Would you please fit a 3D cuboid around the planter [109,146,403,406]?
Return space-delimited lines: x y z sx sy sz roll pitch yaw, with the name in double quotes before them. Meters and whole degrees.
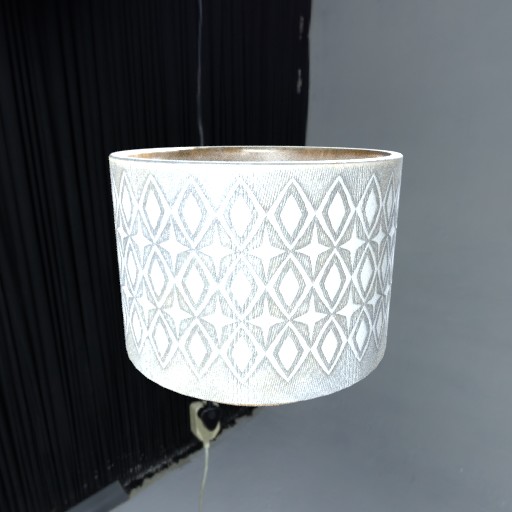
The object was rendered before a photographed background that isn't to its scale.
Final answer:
"planter" 0.000 0.000 0.314 0.186 0.144 0.186 0 16 0
